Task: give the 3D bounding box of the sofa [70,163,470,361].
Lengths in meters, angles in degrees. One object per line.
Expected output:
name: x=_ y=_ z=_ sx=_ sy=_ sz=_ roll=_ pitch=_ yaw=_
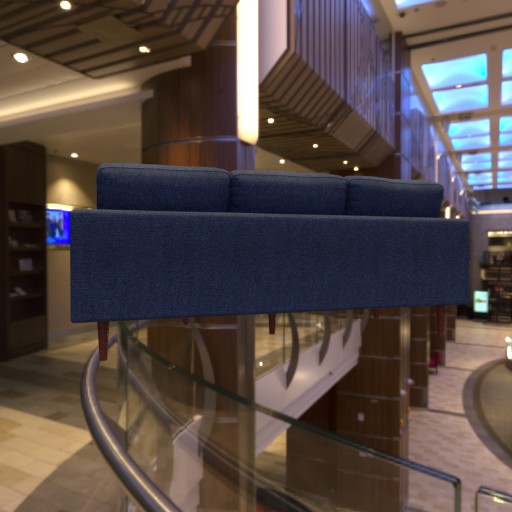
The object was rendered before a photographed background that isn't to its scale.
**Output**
sofa: x=0.000 y=0.000 z=3.023 sx=2.233 sy=0.956 sz=1.504 roll=0 pitch=1 yaw=-18
